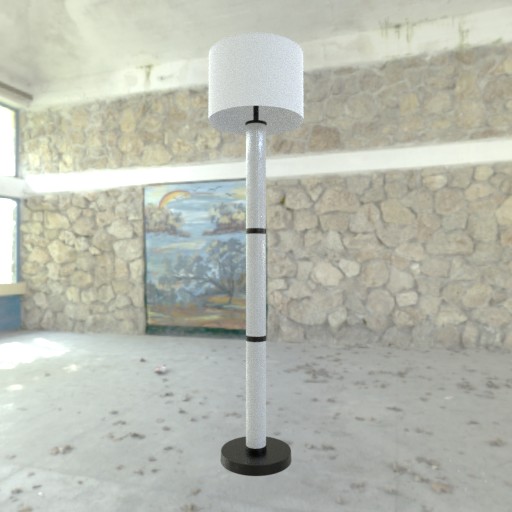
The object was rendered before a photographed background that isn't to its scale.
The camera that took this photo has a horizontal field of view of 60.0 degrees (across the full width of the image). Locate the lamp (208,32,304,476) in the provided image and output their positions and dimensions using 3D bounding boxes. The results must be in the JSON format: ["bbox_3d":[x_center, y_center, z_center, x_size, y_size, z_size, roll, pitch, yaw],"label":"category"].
[{"bbox_3d":[0.000,0.000,1.755,0.377,1.599,0.377,0,-1,19],"label":"lamp"}]
